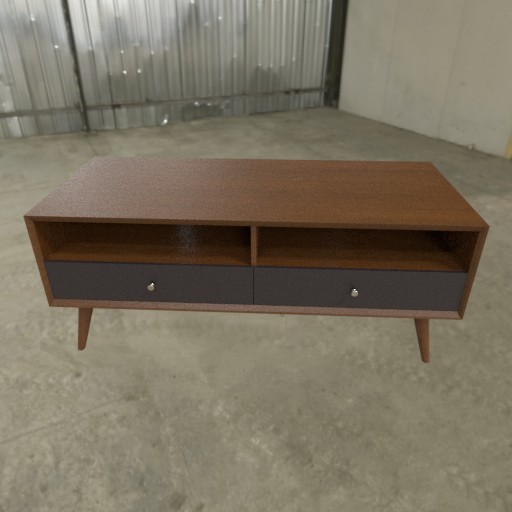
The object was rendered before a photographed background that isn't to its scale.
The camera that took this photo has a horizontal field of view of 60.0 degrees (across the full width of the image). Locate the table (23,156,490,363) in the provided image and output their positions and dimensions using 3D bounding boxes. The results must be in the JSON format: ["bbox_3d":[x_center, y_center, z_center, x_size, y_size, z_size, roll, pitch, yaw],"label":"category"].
[{"bbox_3d":[0.000,0.000,1.381,1.119,0.464,0.490,1,30,3],"label":"table"}]
